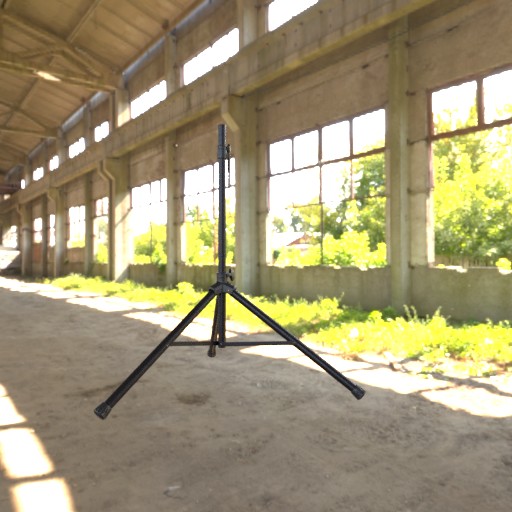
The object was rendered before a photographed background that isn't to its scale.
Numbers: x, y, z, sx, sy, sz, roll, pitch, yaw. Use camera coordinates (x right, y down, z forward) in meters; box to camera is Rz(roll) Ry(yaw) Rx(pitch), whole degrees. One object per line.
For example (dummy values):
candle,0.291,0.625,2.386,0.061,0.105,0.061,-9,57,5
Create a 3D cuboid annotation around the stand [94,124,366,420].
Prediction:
stand,0.000,0.000,1.881,0.907,1.136,1.045,0,0,18
